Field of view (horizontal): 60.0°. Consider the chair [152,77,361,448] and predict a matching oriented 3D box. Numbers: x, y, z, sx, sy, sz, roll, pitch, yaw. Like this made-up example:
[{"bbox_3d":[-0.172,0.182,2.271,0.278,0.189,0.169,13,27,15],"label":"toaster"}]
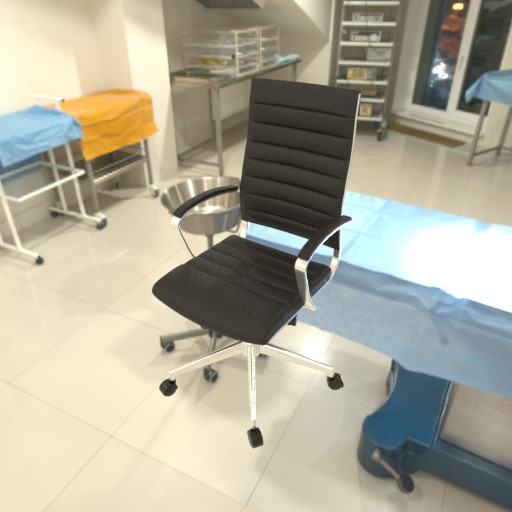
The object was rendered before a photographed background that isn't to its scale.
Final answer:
[{"bbox_3d":[0.000,0.000,1.683,0.766,1.149,0.739,19,37,28],"label":"chair"}]
